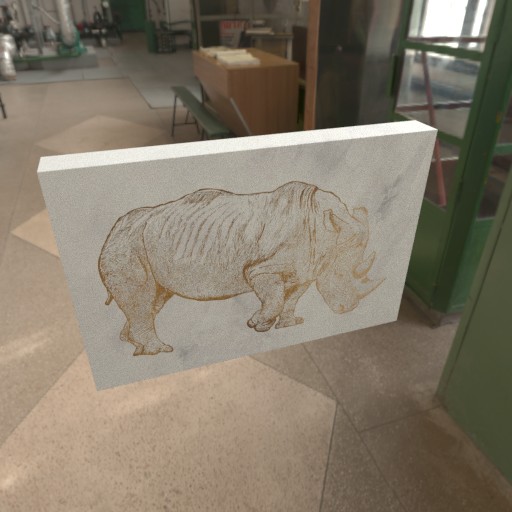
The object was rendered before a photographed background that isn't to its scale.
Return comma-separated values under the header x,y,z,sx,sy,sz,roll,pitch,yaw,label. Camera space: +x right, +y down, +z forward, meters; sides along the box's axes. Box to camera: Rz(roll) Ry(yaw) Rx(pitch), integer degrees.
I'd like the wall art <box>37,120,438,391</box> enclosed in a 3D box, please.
x,y,z,sx,sy,sz,roll,pitch,yaw,label
0.000,0.000,0.487,0.381,0.254,0.038,-10,33,-15,wall art
